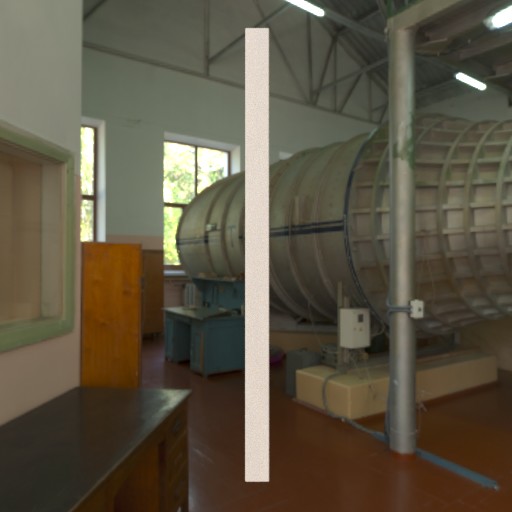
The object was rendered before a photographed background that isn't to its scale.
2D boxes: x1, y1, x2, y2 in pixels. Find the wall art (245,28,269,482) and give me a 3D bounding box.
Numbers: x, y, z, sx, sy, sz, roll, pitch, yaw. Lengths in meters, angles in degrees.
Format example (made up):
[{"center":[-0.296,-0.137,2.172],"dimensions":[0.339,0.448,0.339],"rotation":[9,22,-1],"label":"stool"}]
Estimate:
[{"center":[0.000,0.000,1.124],"dimensions":[0.040,0.762,0.762],"rotation":[0,-1,0],"label":"wall art"}]
